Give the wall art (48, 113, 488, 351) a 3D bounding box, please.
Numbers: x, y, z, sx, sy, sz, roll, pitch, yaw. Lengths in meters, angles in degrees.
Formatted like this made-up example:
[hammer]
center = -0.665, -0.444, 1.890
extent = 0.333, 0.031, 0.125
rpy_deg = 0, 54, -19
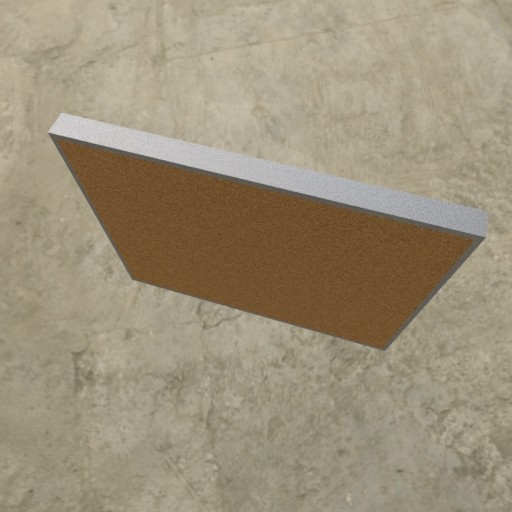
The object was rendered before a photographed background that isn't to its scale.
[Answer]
[wall art]
center = 0.000, 0.000, 0.748
extent = 0.557, 0.450, 0.037
rpy_deg = 15, 63, 8
